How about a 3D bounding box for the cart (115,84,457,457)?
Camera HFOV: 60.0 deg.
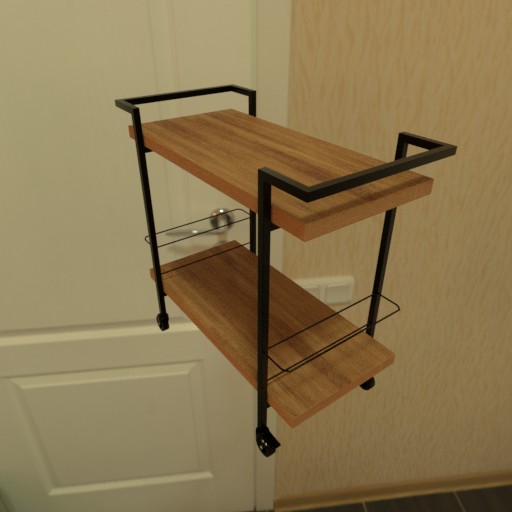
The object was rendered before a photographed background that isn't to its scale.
[{"bbox_3d":[0.000,0.000,1.253,0.406,0.762,0.806,-21,37,-30],"label":"cart"}]
